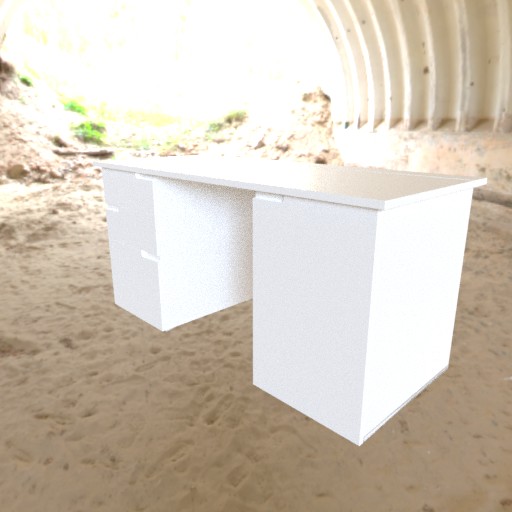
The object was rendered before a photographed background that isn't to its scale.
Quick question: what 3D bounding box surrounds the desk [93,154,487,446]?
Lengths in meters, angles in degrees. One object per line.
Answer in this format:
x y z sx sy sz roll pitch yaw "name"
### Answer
0.000 0.000 1.942 0.670 0.760 1.580 -16 23 -42 "desk"
